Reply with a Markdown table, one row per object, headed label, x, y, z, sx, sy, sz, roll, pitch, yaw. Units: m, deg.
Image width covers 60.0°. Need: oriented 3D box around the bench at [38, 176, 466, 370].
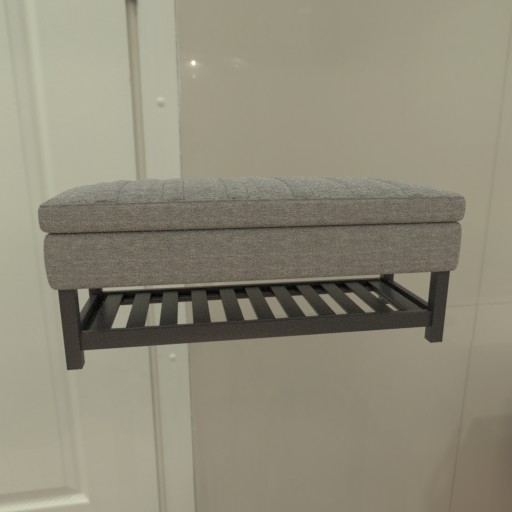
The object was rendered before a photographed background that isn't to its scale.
| label | x | y | z | sx | sy | sz | roll | pitch | yaw |
| --- | --- | --- | --- | --- | --- | --- | --- | --- | --- |
| bench | 0.000 | 0.000 | 1.334 | 1.100 | 0.470 | 0.429 | -2 | 14 | -9 |
